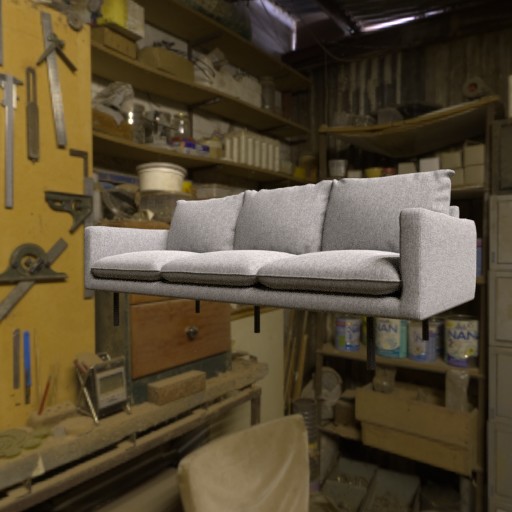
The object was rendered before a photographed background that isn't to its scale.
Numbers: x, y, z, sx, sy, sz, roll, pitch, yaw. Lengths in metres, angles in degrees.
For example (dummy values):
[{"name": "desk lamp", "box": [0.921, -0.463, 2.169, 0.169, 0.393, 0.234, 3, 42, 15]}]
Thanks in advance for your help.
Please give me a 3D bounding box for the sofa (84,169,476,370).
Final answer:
[{"name": "sofa", "box": [0.000, 0.000, 2.380, 2.000, 0.830, 0.850, 1, 1, 37]}]
